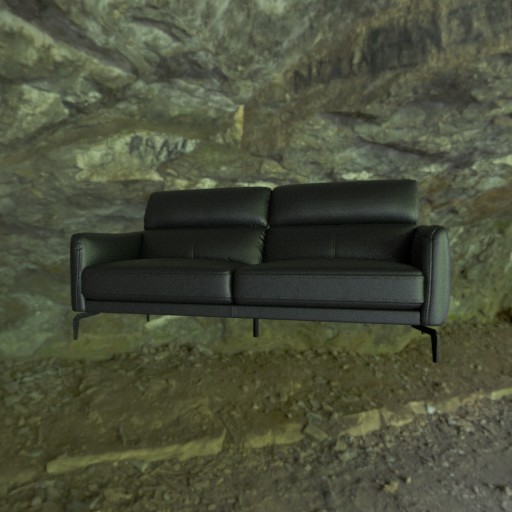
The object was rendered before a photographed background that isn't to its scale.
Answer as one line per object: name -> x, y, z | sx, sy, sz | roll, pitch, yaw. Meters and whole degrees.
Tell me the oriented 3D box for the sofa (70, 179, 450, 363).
sofa -> 0.000, 0.000, 2.624 | 2.069, 0.957, 0.856 | 0, -1, 17
